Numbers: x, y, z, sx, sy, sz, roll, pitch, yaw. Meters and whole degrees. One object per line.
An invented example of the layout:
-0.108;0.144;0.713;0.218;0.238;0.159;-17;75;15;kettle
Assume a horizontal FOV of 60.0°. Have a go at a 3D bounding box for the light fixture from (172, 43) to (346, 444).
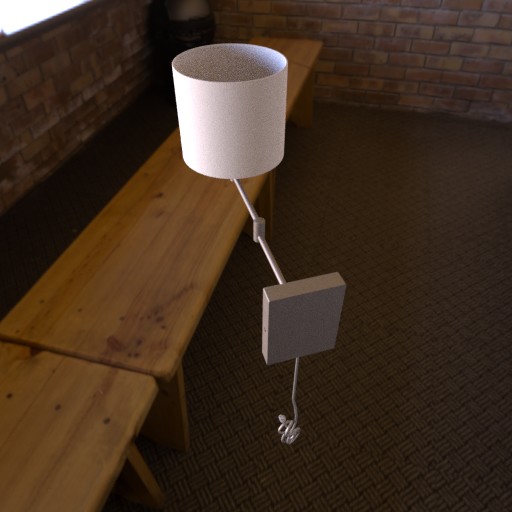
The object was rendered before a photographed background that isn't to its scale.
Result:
0.000;0.000;0.886;0.203;0.651;0.516;-11;43;-12;light fixture
